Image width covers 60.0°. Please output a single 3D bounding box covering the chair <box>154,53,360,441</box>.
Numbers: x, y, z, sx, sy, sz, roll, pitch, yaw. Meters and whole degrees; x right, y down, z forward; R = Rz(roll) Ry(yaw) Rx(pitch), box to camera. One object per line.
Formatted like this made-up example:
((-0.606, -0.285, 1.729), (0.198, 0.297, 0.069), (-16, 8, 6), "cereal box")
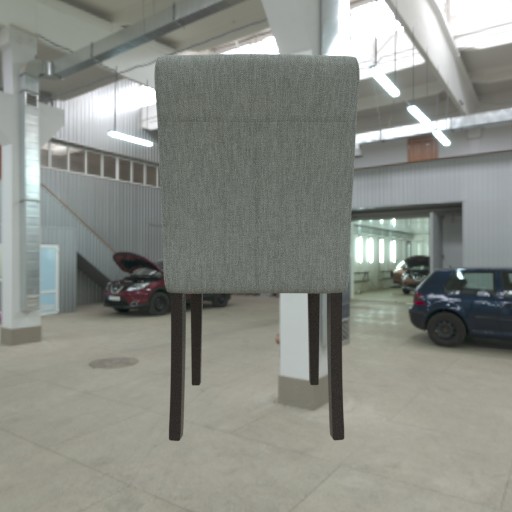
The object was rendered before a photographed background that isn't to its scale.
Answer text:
((0.000, 0.000, 1.248), (0.487, 0.884, 0.629), (0, 0, -1), "chair")
